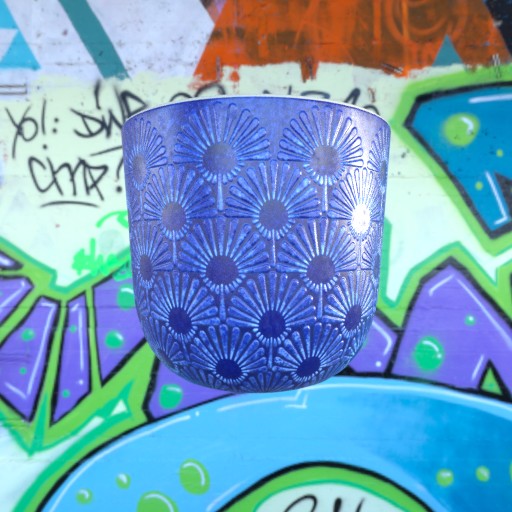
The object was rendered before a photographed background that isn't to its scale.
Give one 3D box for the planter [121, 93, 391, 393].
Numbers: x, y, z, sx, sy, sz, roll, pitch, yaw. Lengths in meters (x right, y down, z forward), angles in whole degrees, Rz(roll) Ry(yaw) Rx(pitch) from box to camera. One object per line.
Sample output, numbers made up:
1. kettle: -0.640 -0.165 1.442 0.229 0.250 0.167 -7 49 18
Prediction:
1. planter: 0.000 0.000 0.356 0.206 0.190 0.206 0 1 0
